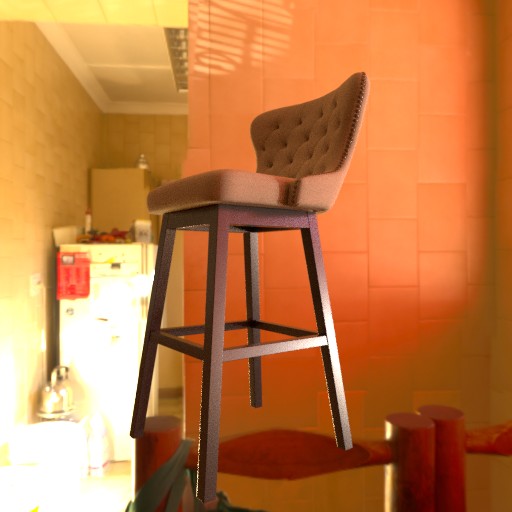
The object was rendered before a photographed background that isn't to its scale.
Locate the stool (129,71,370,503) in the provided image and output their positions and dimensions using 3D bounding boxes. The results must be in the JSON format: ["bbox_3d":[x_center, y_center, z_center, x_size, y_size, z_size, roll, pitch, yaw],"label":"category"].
[{"bbox_3d":[0.000,0.000,1.312,0.605,1.066,0.528,0,0,-36],"label":"stool"}]
